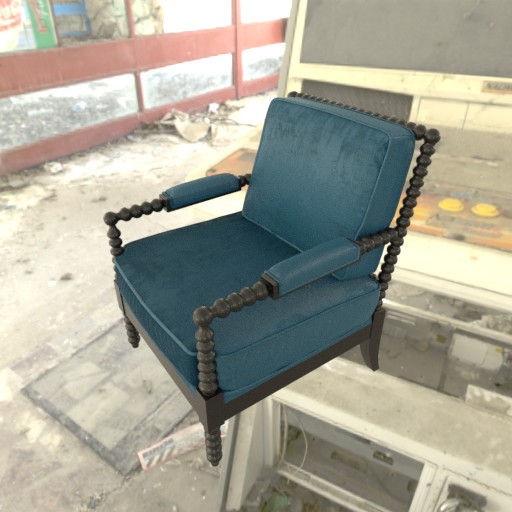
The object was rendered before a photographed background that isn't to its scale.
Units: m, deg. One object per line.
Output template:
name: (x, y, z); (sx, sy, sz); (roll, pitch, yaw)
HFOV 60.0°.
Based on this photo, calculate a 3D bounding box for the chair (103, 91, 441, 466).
chair: (0.000, 0.000, 1.440); (0.805, 0.857, 0.688); (-20, 37, -29)
